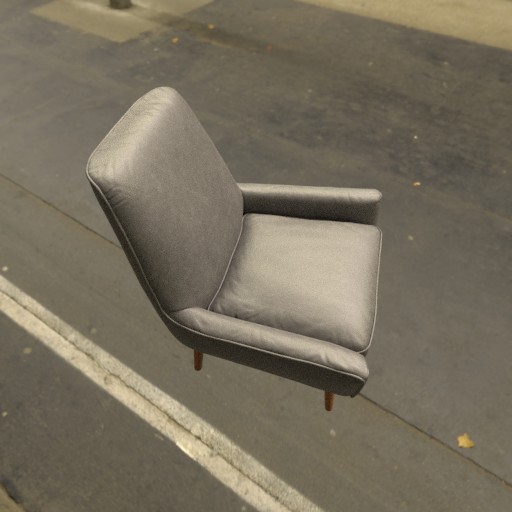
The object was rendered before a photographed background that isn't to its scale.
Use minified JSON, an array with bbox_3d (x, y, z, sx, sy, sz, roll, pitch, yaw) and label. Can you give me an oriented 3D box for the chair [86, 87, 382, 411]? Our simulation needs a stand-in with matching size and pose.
[{"bbox_3d":[0.000,0.000,1.480,0.822,0.888,0.787,10,48,9],"label":"chair"}]
